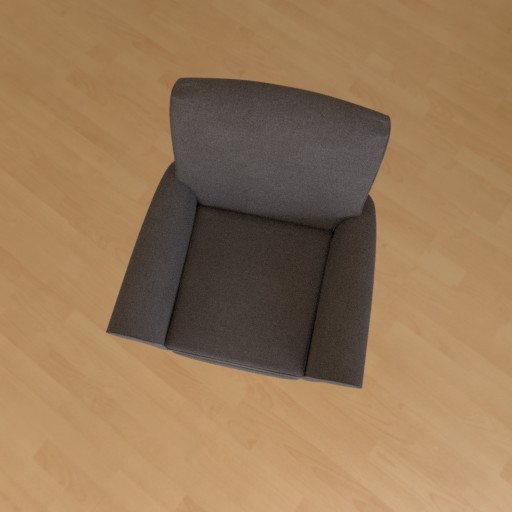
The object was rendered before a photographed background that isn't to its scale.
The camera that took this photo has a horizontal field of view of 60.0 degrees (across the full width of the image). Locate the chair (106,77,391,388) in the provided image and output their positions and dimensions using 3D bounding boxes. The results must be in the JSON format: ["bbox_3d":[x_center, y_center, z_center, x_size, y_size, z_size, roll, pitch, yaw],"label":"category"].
[{"bbox_3d":[0.000,0.000,1.827,0.978,1.061,0.905,12,74,3],"label":"chair"}]
